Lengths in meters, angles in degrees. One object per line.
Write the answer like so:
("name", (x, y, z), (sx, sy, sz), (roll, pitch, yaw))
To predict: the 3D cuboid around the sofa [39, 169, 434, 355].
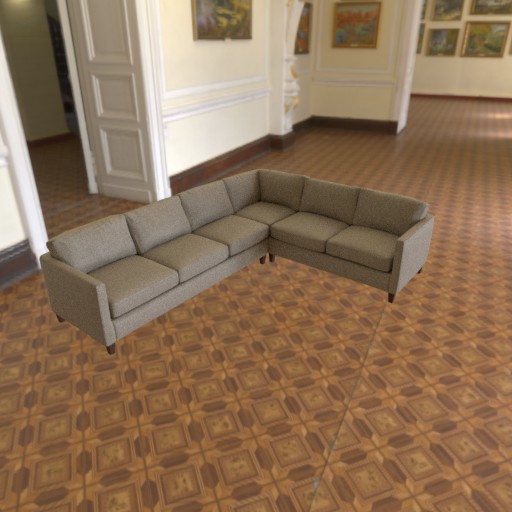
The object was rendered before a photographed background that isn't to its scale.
("sofa", (0.000, 0.000, 4.603), (2.593, 0.947, 3.302), (19, 32, 33))
